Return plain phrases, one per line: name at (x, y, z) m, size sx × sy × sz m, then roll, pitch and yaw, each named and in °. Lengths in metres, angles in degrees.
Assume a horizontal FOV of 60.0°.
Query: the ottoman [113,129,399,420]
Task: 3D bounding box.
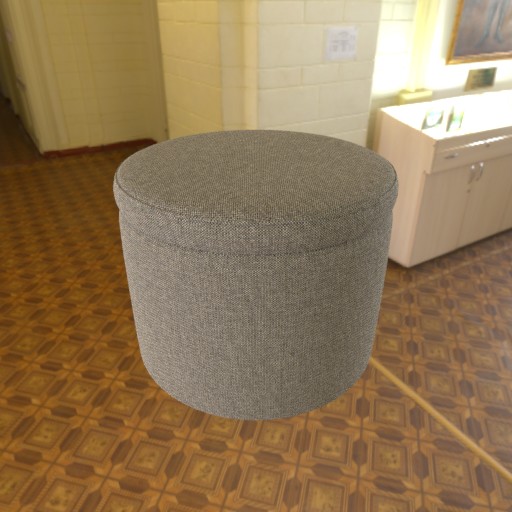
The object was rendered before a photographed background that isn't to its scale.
ottoman at (0.000, 0.000, 0.920) m, size 0.520 × 0.430 × 0.520 m, roll 0°, pitch 29°, yaw 0°
